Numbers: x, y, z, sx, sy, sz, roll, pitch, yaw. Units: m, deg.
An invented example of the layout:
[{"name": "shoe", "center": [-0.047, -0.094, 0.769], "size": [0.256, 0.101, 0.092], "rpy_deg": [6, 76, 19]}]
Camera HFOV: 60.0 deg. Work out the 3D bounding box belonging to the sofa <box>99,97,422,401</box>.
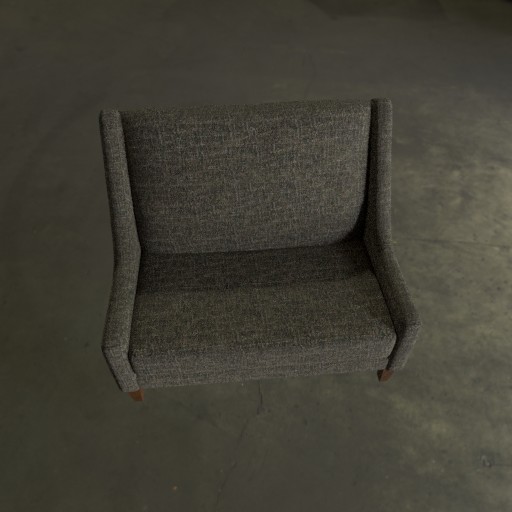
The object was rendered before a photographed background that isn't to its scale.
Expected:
[{"name": "sofa", "center": [0.000, 0.000, 1.931], "size": [1.242, 1.021, 0.870], "rpy_deg": [-4, 46, -3]}]
